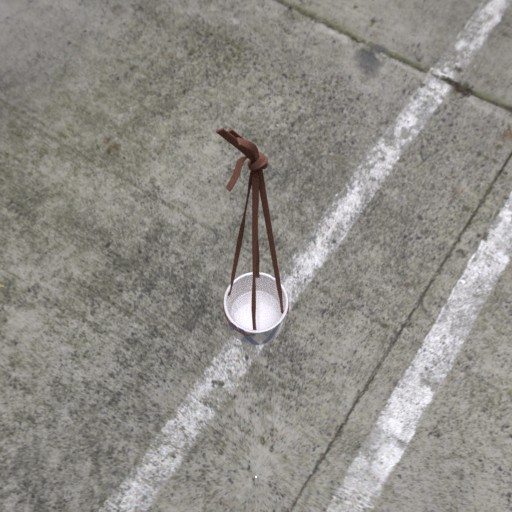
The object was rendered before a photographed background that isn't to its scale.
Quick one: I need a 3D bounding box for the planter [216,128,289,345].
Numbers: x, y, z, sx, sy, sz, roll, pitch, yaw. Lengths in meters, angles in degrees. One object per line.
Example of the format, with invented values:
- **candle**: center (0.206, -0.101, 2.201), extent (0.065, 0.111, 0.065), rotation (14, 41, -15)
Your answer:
- **planter**: center (0.000, 0.000, 0.822), extent (0.153, 0.753, 0.157), rotation (33, 68, 15)
